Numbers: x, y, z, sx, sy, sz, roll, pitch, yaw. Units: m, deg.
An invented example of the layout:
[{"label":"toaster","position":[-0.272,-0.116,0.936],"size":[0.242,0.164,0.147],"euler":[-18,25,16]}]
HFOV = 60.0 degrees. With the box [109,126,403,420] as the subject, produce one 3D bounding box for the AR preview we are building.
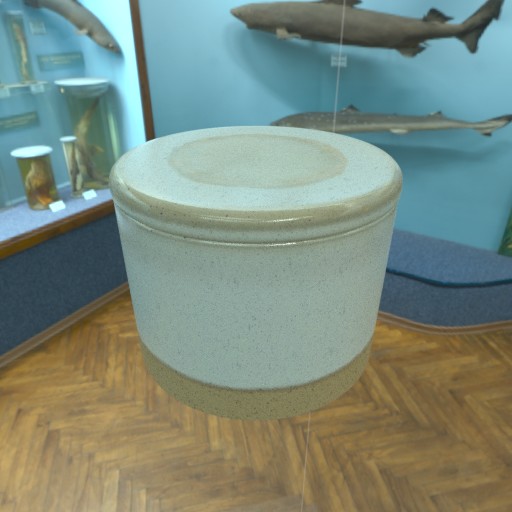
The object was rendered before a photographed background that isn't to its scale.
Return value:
[{"label":"box","position":[0.000,0.000,0.268],"size":[0.154,0.123,0.154],"euler":[0,29,0]}]
